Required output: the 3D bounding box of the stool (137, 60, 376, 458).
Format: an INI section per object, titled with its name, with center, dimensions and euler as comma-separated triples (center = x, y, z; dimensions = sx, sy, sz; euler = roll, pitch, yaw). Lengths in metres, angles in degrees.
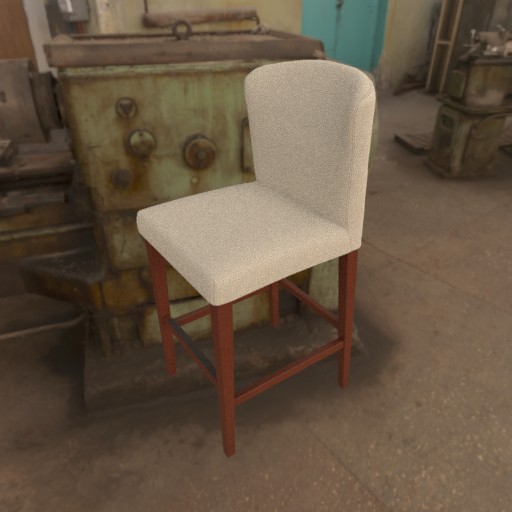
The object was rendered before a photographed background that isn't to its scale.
[stool]
center = 0.000, 0.000, 1.371
dimensions = 0.568, 1.069, 0.481
euler = -20, 36, -29
